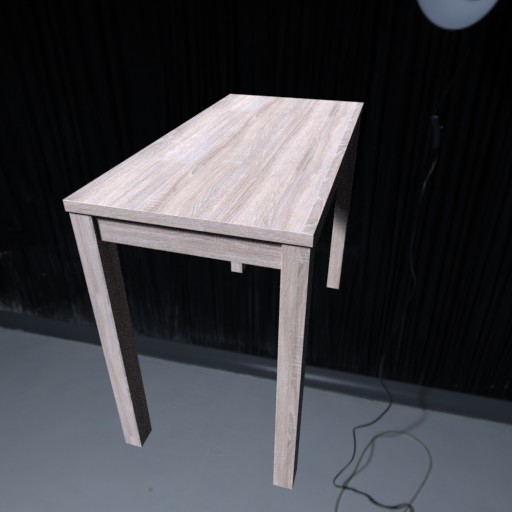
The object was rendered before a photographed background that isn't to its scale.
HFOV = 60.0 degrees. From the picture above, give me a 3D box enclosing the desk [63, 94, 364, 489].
[{"bbox_3d":[0.000,0.000,1.411,0.495,0.762,0.991,9,33,14],"label":"desk"}]
